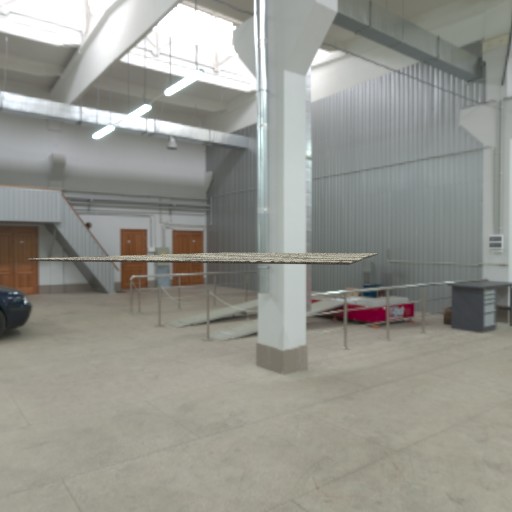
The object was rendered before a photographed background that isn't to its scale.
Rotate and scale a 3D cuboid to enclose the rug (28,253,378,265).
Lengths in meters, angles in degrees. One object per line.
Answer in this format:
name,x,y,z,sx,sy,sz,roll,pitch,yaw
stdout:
rug,0.000,0.000,3.042,1.517,0.011,2.435,0,1,18
